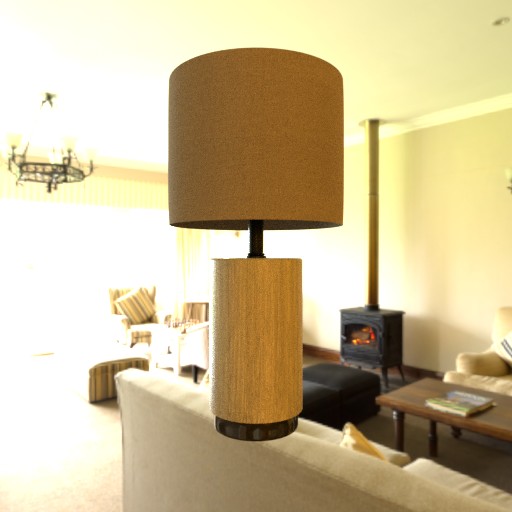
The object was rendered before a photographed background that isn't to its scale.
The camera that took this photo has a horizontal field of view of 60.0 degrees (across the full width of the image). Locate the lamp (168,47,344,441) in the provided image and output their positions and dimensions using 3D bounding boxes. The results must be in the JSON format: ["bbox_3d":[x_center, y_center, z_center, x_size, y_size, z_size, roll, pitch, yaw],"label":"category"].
[{"bbox_3d":[0.000,0.000,0.585,0.228,0.444,0.228,0,0,1],"label":"lamp"}]
